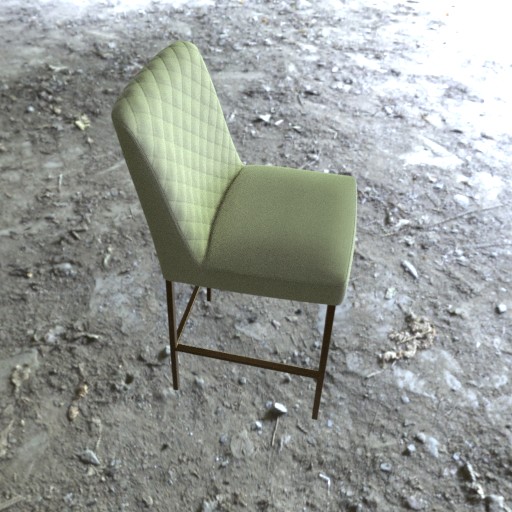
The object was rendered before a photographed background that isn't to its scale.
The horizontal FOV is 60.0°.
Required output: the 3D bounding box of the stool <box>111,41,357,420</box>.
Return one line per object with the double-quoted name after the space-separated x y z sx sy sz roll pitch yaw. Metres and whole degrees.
0.000 0.000 1.335 0.546 1.084 0.462 9 47 9 "stool"
